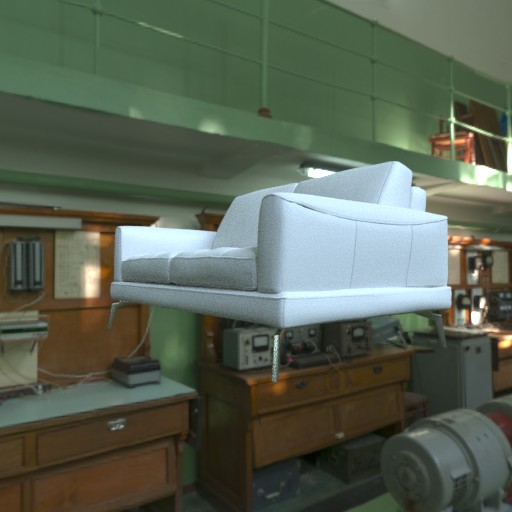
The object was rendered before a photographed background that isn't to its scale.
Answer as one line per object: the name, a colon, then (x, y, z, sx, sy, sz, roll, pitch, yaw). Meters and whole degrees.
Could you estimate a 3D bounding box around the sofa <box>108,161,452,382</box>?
sofa: (0.000, 0.000, 2.532, 1.121, 0.930, 1.819, 1, -2, -36)
